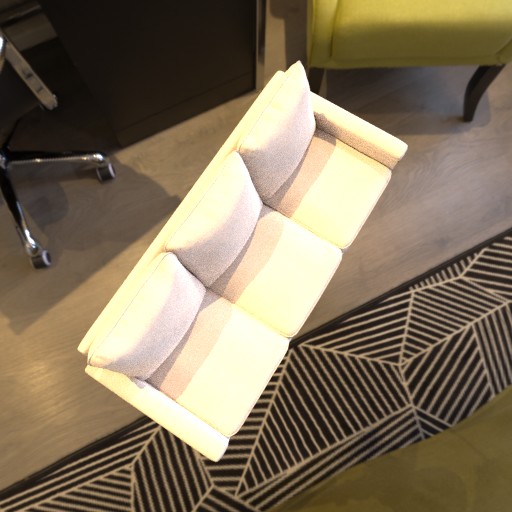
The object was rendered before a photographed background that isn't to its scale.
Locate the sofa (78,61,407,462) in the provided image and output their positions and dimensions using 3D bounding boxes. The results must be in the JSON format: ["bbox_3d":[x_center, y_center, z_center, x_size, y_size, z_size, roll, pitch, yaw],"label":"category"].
[{"bbox_3d":[0.000,0.000,2.427,0.828,0.961,1.925,31,77,8],"label":"sofa"}]
